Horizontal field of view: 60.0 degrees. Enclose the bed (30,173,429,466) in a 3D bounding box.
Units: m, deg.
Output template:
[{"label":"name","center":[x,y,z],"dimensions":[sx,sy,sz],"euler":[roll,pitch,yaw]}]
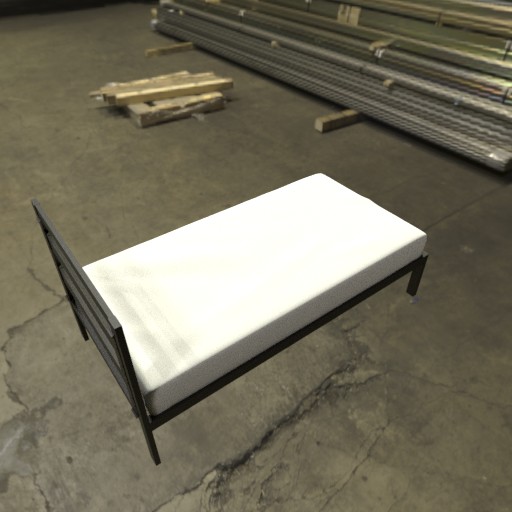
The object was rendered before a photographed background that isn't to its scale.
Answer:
[{"label":"bed","center":[0.000,0.000,2.520],"dimensions":[1.930,0.967,0.991],"euler":[-25,46,-27]}]
